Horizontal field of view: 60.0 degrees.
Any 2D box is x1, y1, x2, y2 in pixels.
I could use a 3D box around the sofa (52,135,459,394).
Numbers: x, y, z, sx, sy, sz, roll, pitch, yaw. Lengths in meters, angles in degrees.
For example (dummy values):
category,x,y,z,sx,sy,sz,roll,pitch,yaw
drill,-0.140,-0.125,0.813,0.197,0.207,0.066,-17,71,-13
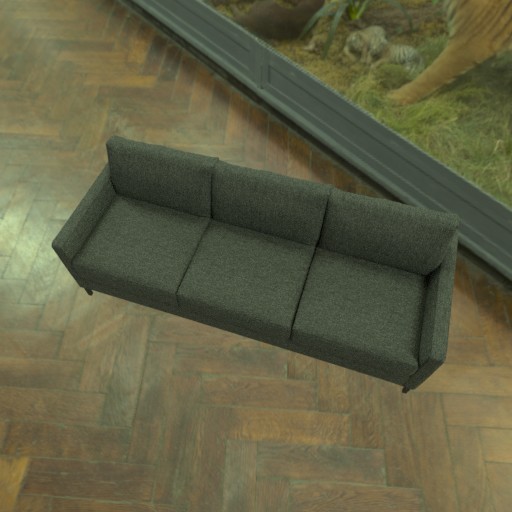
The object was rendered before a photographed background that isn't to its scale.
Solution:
category,x,y,z,sx,sy,sz,roll,pitch,yaw
sofa,0.000,0.000,2.714,2.253,0.879,0.876,15,58,10
